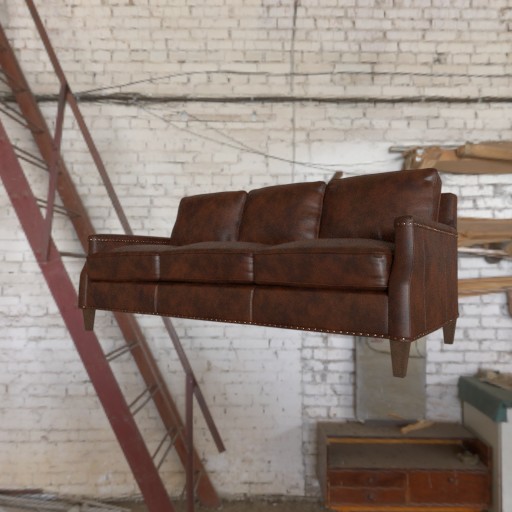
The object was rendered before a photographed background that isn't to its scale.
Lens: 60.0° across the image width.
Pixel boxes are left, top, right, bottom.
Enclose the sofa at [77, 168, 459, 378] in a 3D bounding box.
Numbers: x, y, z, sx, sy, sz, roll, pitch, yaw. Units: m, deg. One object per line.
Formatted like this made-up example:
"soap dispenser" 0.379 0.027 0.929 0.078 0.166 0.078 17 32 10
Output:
"sofa" 0.000 0.000 2.794 2.240 1.003 1.084 -1 -1 35
